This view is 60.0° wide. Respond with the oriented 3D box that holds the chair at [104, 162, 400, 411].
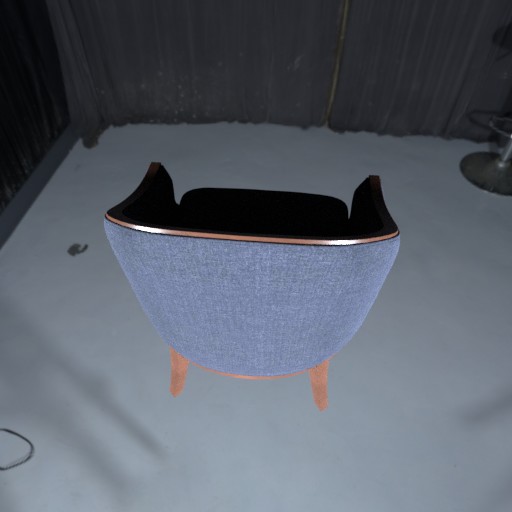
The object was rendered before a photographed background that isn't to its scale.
[{"bbox_3d":[0.000,0.000,1.446,0.803,0.876,0.735,4,47,4],"label":"chair"}]
